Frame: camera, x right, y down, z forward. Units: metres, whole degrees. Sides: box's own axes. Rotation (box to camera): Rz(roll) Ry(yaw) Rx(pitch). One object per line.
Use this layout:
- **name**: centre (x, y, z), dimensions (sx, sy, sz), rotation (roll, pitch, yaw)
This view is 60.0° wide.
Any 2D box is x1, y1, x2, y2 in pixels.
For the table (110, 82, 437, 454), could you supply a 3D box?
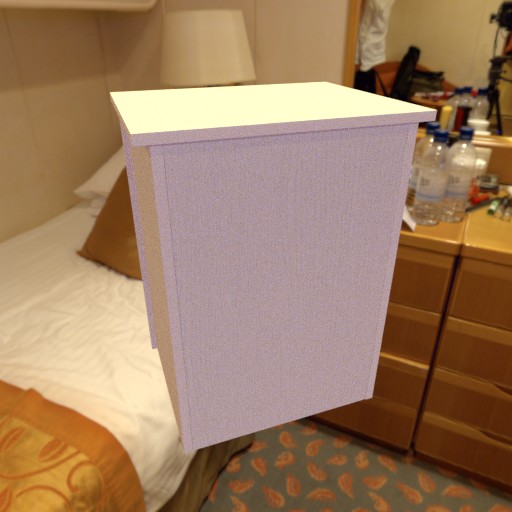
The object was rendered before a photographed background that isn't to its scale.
- **table**: centre (0.000, 0.000, 0.946), dimensions (0.480, 0.635, 0.381), rotation (-10, 30, -18)
